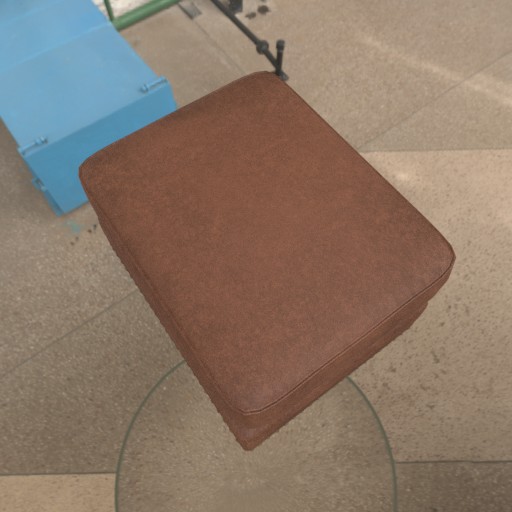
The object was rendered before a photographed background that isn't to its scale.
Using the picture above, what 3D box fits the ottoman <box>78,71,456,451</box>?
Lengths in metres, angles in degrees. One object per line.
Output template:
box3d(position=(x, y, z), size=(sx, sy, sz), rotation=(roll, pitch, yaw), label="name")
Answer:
box3d(position=(0.000, 0.000, 1.154), size=(0.589, 0.537, 0.738), rotation=(-33, 68, -15), label="ottoman")
